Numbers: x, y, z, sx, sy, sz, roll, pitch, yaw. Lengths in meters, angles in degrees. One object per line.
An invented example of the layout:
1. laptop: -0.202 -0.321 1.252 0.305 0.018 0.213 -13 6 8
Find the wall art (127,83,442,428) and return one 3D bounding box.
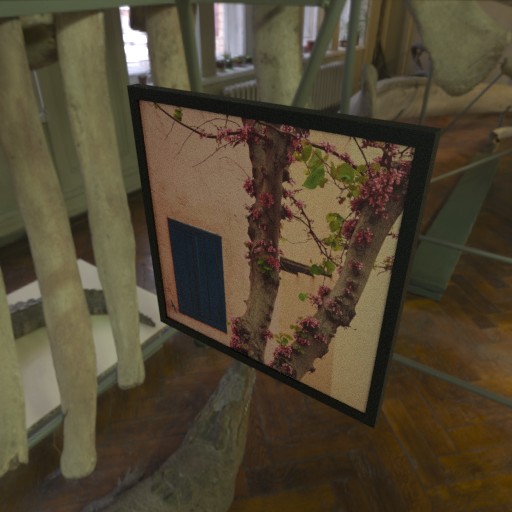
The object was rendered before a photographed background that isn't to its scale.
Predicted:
1. wall art: 0.000 0.000 1.142 0.762 0.762 0.038 19 36 29
